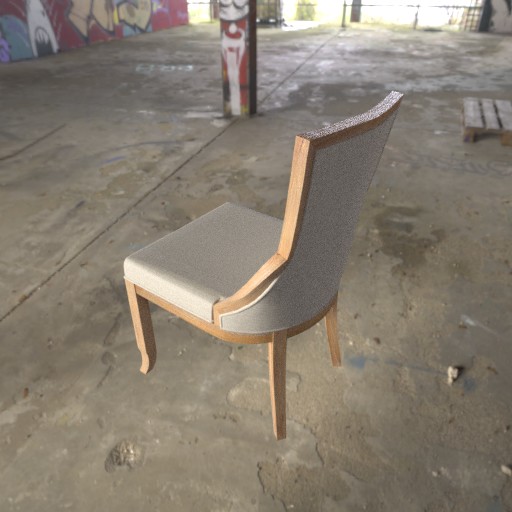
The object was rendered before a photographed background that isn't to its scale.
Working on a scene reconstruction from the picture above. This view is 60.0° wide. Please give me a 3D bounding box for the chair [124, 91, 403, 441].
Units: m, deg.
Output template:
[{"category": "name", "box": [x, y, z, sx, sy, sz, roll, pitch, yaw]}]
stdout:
[{"category": "chair", "box": [0.000, 0.000, 1.343, 0.641, 0.947, 0.524, 22, 38, 30]}]
